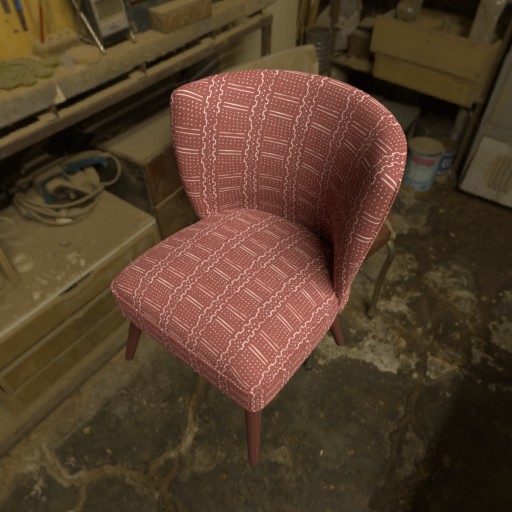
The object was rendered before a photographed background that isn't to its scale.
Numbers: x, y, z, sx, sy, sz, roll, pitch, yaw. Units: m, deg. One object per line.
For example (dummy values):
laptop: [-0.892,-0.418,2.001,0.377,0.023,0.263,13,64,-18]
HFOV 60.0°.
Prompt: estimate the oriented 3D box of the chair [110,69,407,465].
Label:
chair: [0.000,0.000,1.371,0.706,0.866,0.758,30,53,26]
